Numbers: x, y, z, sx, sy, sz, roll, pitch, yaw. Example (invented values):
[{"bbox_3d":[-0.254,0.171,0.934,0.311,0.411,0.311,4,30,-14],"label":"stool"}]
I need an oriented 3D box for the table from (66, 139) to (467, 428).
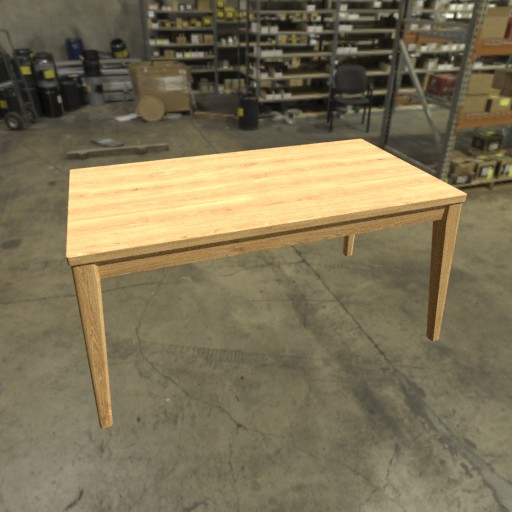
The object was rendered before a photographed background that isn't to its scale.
[{"bbox_3d":[0.000,0.000,2.127,1.600,0.760,0.900,-10,32,-16],"label":"table"}]
